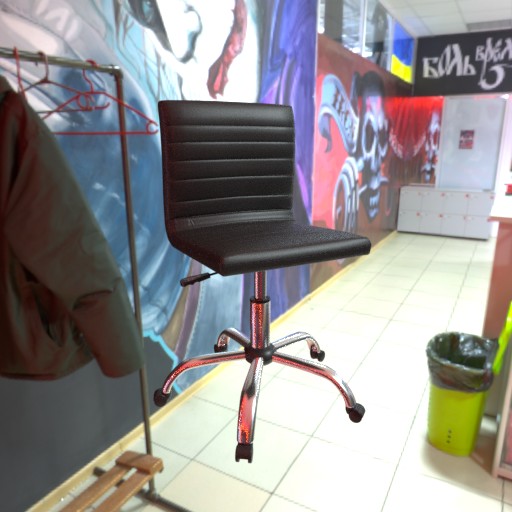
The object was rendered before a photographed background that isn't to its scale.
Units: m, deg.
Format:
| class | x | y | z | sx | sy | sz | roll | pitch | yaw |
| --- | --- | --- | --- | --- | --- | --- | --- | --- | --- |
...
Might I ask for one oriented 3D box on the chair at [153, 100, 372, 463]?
| class | x | y | z | sx | sy | sz | roll | pitch | yaw |
| --- | --- | --- | --- | --- | --- | --- | --- | --- | --- |
| chair | 0.000 | 0.000 | 1.151 | 0.556 | 0.780 | 0.530 | -8 | 17 | -27 |
